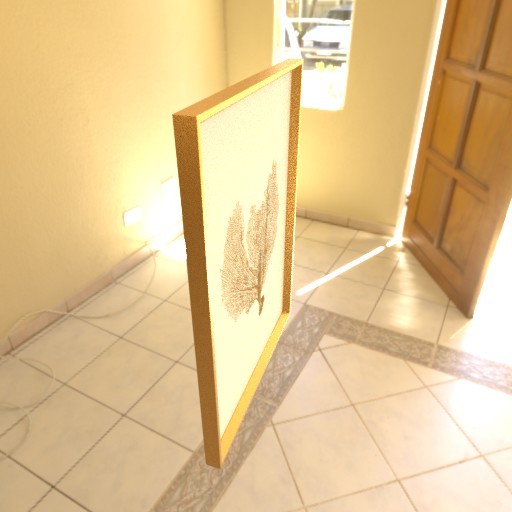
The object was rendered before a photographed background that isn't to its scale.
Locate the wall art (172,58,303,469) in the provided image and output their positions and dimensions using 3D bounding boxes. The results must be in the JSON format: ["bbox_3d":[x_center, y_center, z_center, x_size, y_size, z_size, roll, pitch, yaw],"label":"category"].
[{"bbox_3d":[0.000,0.000,1.078,0.038,0.812,0.610,10,33,16],"label":"wall art"}]
